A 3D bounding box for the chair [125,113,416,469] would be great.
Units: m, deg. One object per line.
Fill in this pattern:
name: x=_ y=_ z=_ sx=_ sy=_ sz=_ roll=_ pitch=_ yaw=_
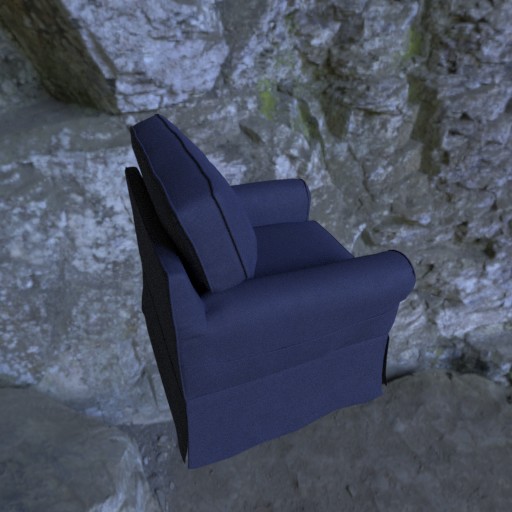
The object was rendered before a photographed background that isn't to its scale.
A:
chair: x=0.000 y=0.000 z=1.999 sx=1.002 sy=1.140 sz=1.119 roll=-11 pitch=32 yaw=-18
